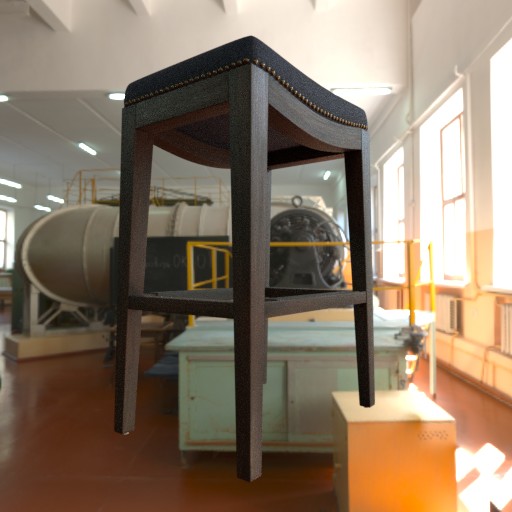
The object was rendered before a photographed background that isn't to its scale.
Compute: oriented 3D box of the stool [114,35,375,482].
[{"bbox_3d":[0.000,0.000,1.012,0.358,0.740,0.498,-1,-2,37],"label":"stool"}]
